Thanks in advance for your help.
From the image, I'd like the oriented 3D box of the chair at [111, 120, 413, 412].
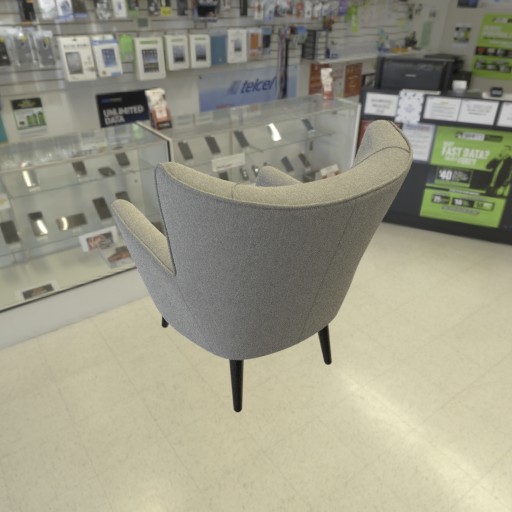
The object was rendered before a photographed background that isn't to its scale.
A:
[{"bbox_3d":[0.000,0.000,1.584,0.781,0.933,0.888,-19,36,-28],"label":"chair"}]
